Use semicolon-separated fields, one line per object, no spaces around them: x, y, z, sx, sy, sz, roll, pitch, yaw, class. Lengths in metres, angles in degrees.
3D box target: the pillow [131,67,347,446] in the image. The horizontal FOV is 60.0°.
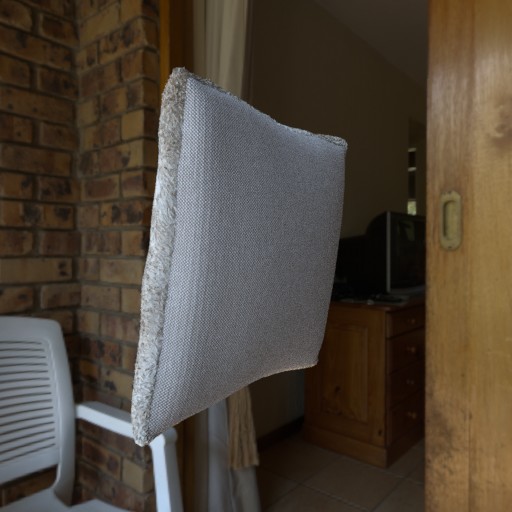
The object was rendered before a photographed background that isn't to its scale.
0.000;0.000;0.802;0.218;0.515;0.529;1;1;34;pillow
